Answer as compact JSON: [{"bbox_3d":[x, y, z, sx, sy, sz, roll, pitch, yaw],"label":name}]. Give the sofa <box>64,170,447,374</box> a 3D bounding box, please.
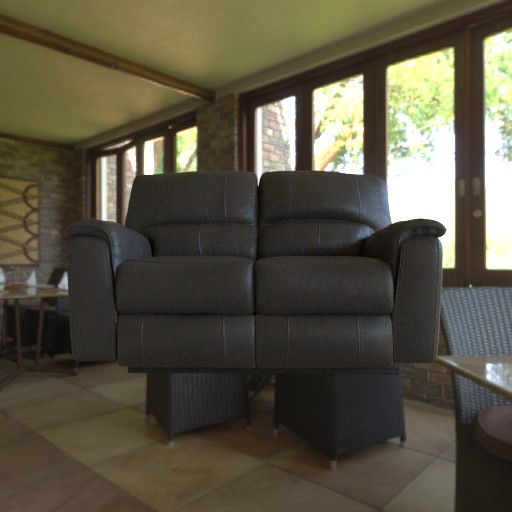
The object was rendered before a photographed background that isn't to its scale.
[{"bbox_3d":[0.000,0.000,2.467,1.765,1.111,1.104,0,0,1],"label":"sofa"}]
